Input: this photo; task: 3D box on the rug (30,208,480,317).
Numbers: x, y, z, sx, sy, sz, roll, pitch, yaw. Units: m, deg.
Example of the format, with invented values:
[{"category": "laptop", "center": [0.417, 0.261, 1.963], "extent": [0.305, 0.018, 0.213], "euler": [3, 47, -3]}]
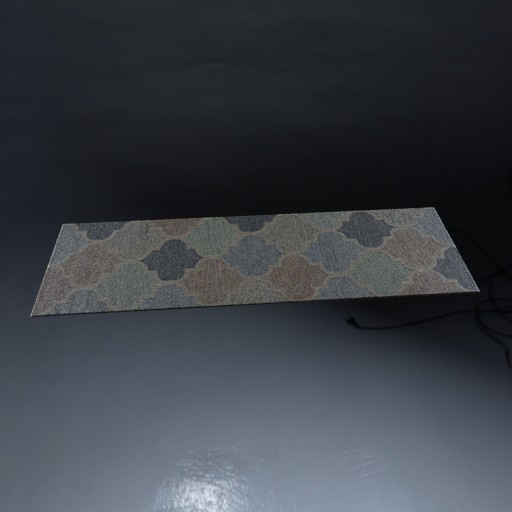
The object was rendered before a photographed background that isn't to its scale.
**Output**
[{"category": "rug", "center": [0.000, 0.000, 2.487], "extent": [2.287, 0.011, 0.687], "euler": [-3, 46, -3]}]
